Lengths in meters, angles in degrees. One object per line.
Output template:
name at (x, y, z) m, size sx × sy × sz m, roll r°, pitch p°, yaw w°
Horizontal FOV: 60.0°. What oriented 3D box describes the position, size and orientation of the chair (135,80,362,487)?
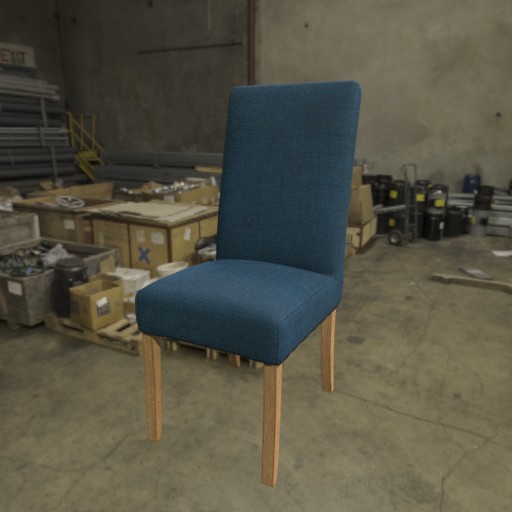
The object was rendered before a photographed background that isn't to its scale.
chair at (0.000, 0.000, 1.344) m, size 0.450 × 1.029 × 0.610 m, roll 8°, pitch 17°, yaw 26°
